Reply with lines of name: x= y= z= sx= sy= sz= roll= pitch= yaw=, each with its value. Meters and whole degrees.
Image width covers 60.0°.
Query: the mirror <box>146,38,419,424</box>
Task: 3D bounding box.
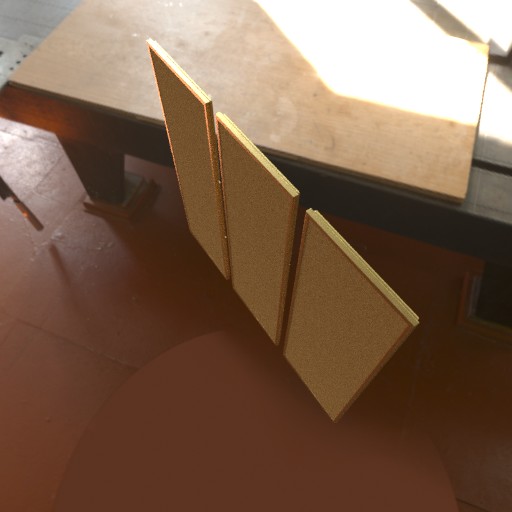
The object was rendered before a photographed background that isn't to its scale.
mirror: x=0.000 y=0.000 z=1.396 sx=0.023 sy=0.926 sz=1.011 roll=-31 pitch=64 yaw=-17
